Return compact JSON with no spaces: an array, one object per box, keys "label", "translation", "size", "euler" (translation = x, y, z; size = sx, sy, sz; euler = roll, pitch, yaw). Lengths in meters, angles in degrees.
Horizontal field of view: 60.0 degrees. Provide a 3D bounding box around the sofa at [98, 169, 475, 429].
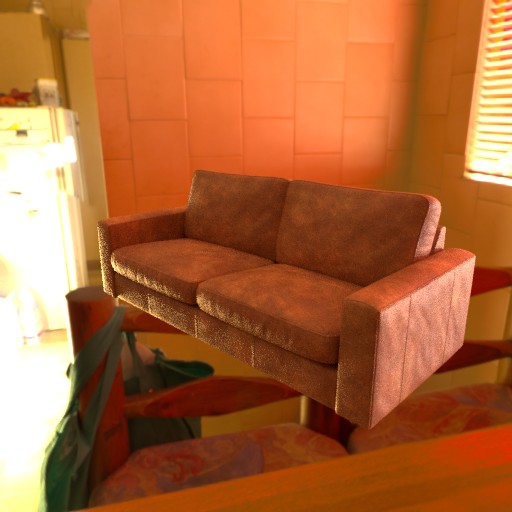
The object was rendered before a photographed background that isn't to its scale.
[{"label":"sofa","translation":[0.000,0.000,2.687],"size":[2.179,0.873,1.016],"euler":[16,23,42]}]
